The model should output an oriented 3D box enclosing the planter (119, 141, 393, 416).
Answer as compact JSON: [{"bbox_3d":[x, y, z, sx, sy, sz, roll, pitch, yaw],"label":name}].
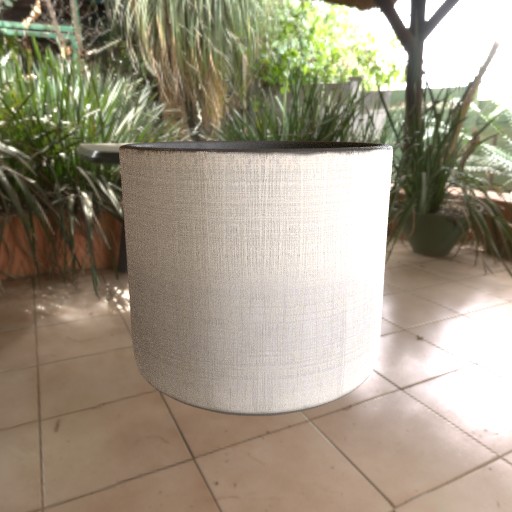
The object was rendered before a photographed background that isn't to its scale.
[{"bbox_3d":[0.000,0.000,0.450,0.254,0.221,0.254,0,16,0],"label":"planter"}]
